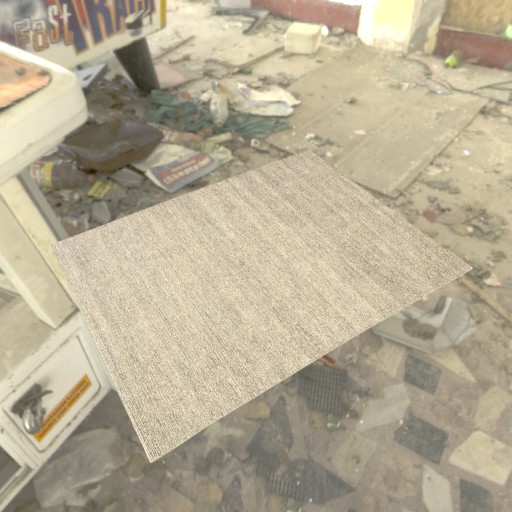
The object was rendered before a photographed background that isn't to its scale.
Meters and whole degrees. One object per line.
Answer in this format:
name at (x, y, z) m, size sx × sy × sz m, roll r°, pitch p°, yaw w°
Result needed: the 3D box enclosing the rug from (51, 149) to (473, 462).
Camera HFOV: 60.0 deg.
rug at (0.000, 0.000, 4.194) m, size 3.202 × 0.045 × 2.434 m, roll -24°, pitch 50°, yaw -22°
